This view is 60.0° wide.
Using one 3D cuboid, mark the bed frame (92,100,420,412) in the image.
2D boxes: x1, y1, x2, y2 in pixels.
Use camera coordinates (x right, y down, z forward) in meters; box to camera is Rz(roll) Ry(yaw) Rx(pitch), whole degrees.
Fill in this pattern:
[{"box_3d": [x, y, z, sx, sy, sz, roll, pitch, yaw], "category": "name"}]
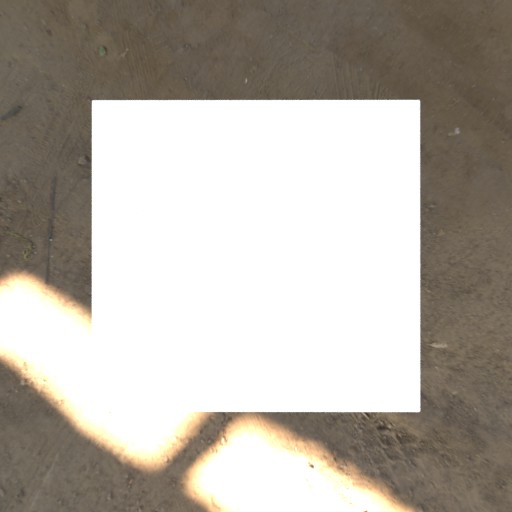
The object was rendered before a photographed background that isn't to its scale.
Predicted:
[{"box_3d": [0.000, 0.000, 3.016, 2.032, 0.559, 1.930, 0, 90, 0], "category": "bed frame"}]
